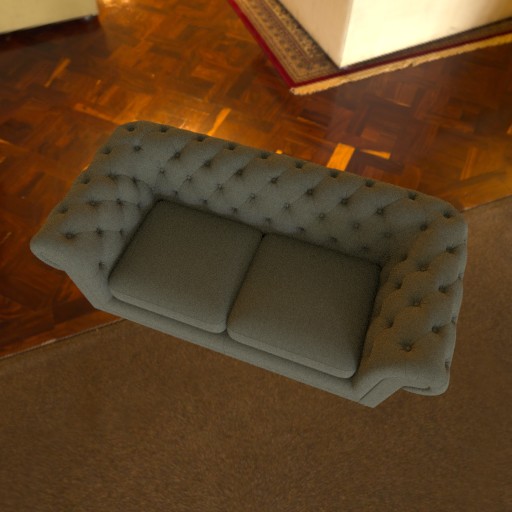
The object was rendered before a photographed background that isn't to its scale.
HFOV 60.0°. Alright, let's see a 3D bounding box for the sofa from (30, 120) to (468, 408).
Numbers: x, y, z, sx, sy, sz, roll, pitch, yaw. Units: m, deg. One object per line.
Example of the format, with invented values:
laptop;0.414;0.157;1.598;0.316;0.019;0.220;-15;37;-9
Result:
sofa;0.000;0.000;2.402;1.998;0.764;0.986;17;60;11
